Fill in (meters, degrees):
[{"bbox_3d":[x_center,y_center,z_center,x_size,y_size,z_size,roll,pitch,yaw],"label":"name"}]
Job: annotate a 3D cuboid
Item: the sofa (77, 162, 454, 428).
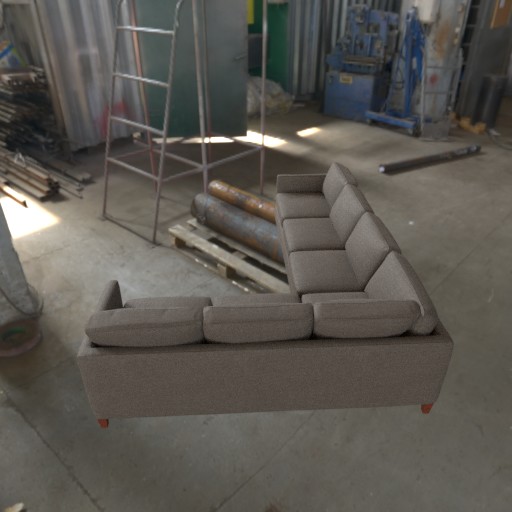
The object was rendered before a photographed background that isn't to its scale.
[{"bbox_3d":[0.000,0.000,4.474,2.593,0.947,3.302,-2,31,-3],"label":"sofa"}]
